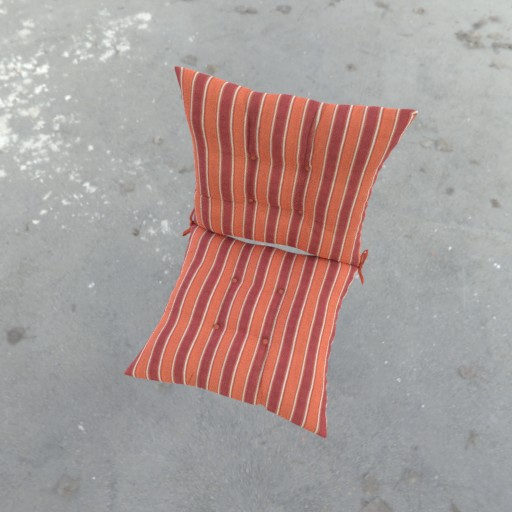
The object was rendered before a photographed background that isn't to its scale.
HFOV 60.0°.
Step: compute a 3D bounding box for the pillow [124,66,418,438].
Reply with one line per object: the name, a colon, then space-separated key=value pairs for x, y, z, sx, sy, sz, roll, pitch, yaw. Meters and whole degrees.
pillow: x=0.000 y=0.000 z=0.996 sx=0.541 sy=0.536 sz=0.585 roll=14 pitch=60 yaw=8
